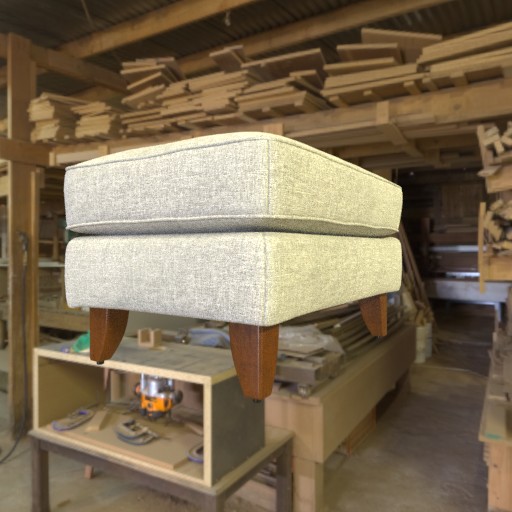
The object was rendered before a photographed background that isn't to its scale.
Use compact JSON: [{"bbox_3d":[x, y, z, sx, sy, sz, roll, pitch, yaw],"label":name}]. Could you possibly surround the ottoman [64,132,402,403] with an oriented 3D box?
[{"bbox_3d":[0.000,0.000,1.318,0.661,0.561,0.889,1,1,34],"label":"ottoman"}]
